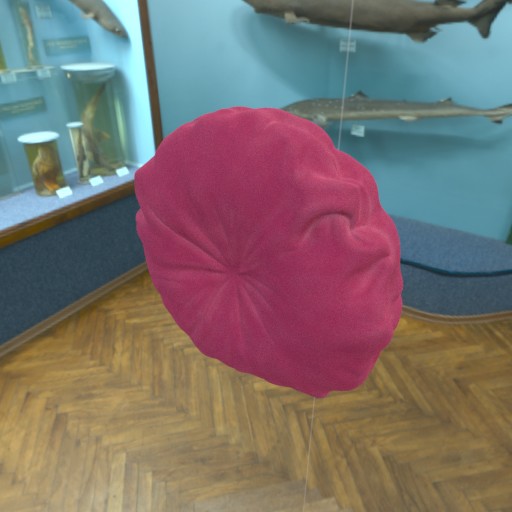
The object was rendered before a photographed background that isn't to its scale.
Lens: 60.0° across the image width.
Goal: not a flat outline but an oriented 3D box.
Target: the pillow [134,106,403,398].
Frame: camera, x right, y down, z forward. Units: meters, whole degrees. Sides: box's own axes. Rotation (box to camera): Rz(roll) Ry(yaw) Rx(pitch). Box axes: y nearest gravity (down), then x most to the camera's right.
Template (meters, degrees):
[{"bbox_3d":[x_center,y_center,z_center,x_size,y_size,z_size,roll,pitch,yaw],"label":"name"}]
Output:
[{"bbox_3d":[0.000,0.000,0.633,0.428,0.407,0.148,20,36,30],"label":"pillow"}]
